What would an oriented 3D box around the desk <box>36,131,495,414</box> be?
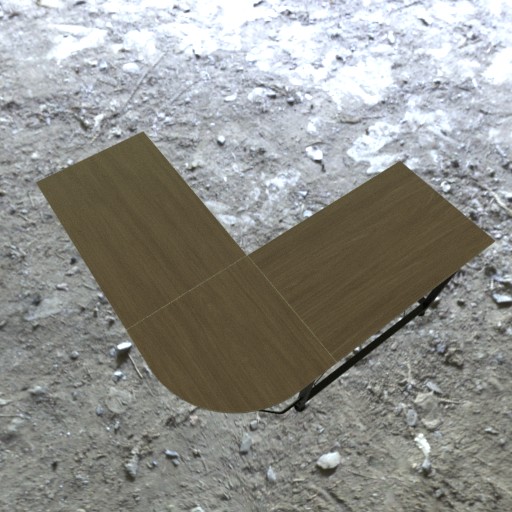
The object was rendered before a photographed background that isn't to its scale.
[{"bbox_3d":[0.000,0.000,2.214,1.400,0.762,1.400,-32,64,-17],"label":"desk"}]
